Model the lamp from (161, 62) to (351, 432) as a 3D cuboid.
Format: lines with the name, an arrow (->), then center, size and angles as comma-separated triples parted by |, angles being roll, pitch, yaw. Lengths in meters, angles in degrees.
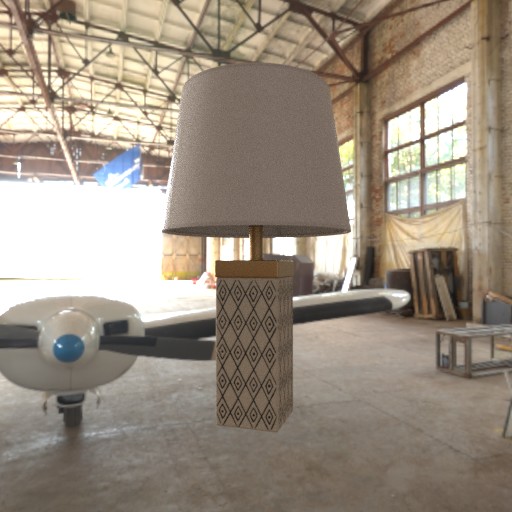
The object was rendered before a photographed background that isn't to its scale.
lamp -> 0.000, 0.000, 0.597 | 0.251, 0.435, 0.251 | 0, -1, 0
